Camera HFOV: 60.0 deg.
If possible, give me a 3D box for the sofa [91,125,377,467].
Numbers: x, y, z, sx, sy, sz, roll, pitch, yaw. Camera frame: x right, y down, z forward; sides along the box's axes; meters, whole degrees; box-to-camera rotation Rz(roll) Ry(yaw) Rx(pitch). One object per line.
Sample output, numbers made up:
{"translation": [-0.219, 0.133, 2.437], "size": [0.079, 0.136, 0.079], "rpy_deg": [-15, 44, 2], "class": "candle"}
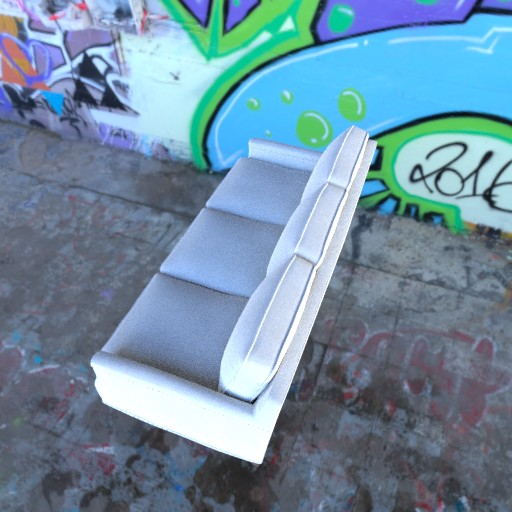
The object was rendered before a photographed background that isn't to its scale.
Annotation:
{"translation": [0.000, 0.000, 2.912], "size": [1.084, 1.003, 2.246], "rpy_deg": [16, 49, 14], "class": "sofa"}
